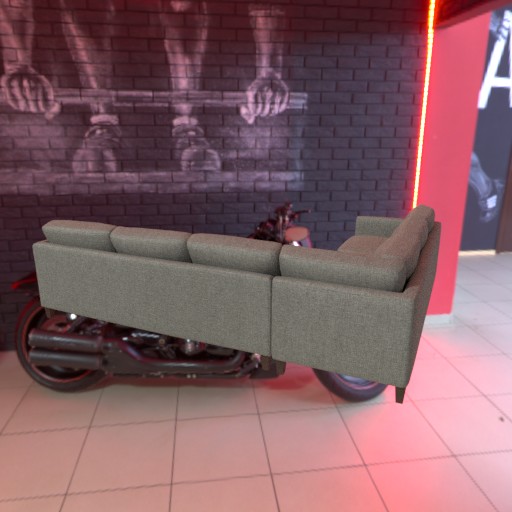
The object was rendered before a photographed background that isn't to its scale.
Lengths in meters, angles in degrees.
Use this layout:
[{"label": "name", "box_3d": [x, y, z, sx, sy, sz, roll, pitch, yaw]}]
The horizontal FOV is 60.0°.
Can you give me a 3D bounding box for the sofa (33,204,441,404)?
[{"label": "sofa", "box_3d": [0.000, 0.000, 4.451, 3.302, 0.947, 2.593, 7, 18, 24]}]
